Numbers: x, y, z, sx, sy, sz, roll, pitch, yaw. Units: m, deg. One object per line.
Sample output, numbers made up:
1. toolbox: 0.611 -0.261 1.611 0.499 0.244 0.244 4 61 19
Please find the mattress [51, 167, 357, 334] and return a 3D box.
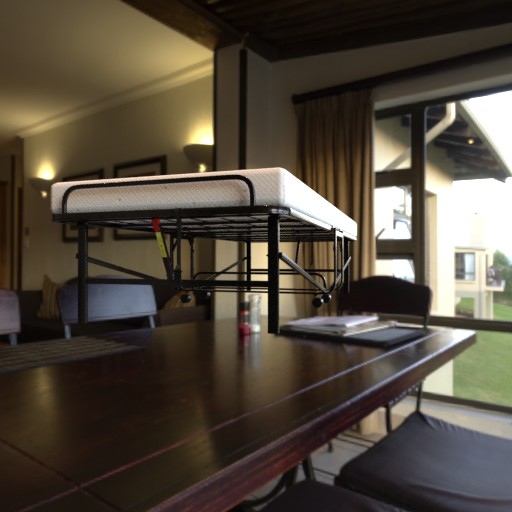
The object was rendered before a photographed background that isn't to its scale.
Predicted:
1. mattress: 0.000 0.000 2.447 0.922 0.519 2.153 0 -1 19
